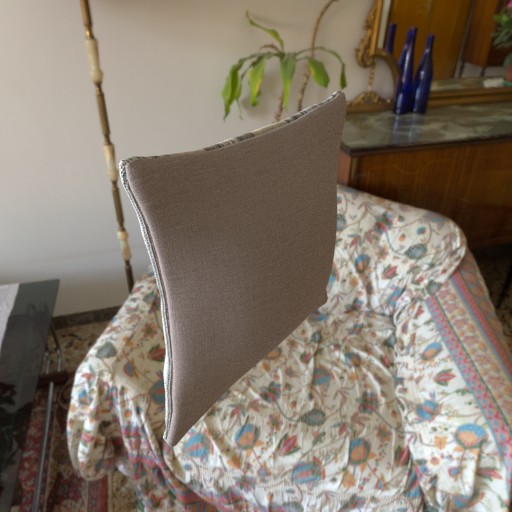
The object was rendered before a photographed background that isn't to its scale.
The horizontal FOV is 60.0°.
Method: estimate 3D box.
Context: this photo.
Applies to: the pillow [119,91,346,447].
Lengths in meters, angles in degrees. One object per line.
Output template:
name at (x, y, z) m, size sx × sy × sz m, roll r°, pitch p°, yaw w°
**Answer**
pillow at (0.000, 0.000, 0.667) m, size 0.189 × 0.416 × 0.435 m, roll 22°, pitch 37°, yaw 32°
